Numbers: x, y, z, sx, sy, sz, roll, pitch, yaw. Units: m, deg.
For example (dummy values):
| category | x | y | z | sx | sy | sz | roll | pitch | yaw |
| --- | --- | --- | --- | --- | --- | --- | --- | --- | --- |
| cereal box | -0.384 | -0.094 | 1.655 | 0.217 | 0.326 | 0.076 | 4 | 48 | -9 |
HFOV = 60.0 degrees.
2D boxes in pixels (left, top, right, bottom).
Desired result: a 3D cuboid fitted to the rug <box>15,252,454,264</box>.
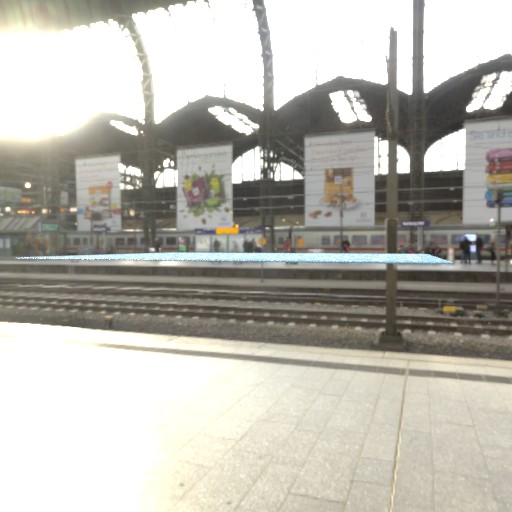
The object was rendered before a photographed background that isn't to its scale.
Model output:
| category | x | y | z | sx | sy | sz | roll | pitch | yaw |
| --- | --- | --- | --- | --- | --- | --- | --- | --- | --- |
| rug | 0.000 | 0.000 | 3.934 | 2.980 | 0.012 | 2.363 | 0 | 1 | 18 |
